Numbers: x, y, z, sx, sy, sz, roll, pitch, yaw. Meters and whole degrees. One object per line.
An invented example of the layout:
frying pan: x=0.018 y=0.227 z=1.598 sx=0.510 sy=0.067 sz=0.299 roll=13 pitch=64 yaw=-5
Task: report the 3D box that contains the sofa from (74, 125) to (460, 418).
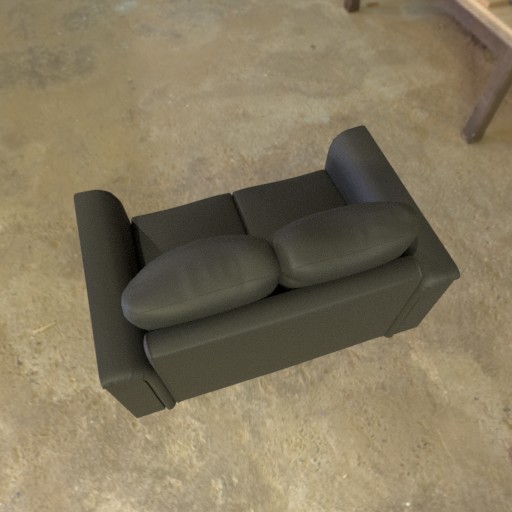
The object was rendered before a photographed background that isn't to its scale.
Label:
sofa: x=0.000 y=0.000 z=1.974 sx=1.386 sy=0.845 sz=0.887 roll=-16 pitch=60 yaw=-9
